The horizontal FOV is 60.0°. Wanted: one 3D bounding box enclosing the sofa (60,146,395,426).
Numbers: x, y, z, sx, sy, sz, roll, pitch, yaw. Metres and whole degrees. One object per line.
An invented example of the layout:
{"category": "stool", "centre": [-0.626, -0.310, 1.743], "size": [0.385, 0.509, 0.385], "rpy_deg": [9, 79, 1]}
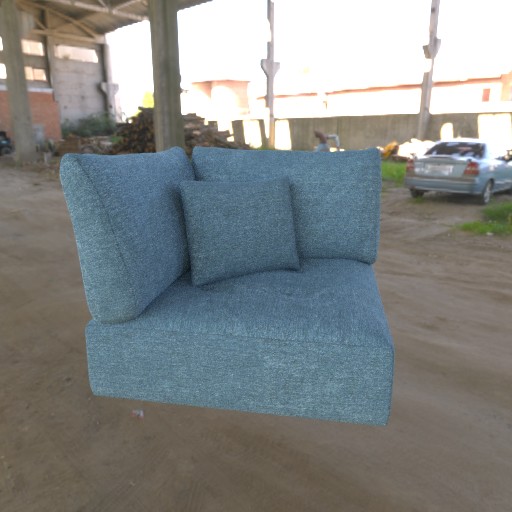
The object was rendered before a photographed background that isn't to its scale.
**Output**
{"category": "sofa", "centre": [0.000, 0.000, 1.741], "size": [1.000, 0.820, 1.000], "rpy_deg": [3, 15, 10]}
